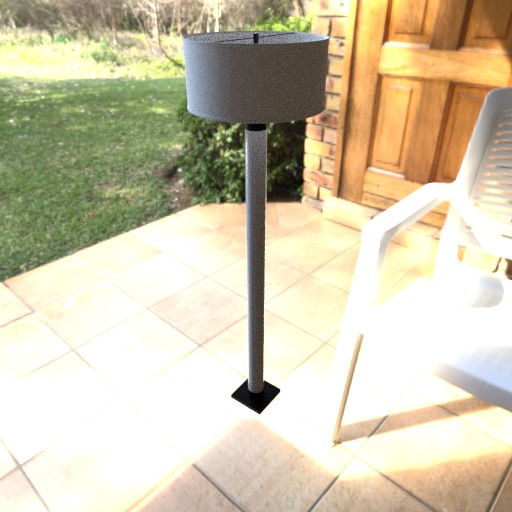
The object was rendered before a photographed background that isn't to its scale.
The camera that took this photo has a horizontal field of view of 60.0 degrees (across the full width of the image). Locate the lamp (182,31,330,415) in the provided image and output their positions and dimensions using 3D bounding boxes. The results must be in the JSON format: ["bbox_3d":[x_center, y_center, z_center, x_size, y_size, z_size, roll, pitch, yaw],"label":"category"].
[{"bbox_3d":[0.000,0.000,1.637,0.420,1.475,0.420,21,37,31],"label":"lamp"}]
